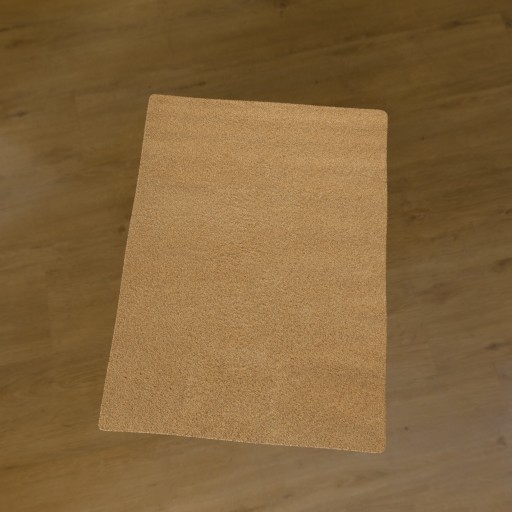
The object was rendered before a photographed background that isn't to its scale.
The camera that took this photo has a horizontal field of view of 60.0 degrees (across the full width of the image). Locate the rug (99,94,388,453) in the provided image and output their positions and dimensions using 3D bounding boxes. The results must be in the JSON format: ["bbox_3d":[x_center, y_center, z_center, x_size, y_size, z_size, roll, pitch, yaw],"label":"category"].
[{"bbox_3d":[0.000,0.000,2.043,1.199,0.025,1.600,4,76,1],"label":"rug"}]
